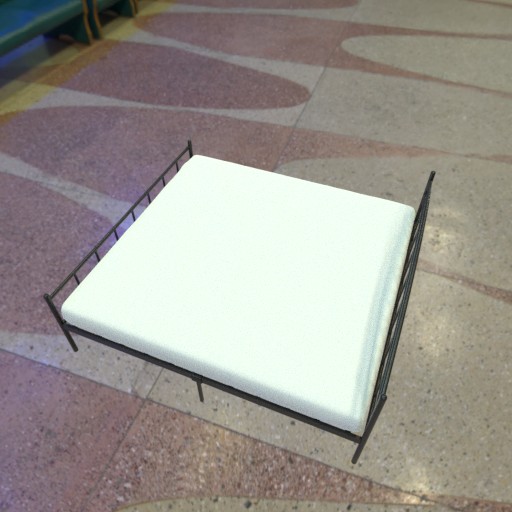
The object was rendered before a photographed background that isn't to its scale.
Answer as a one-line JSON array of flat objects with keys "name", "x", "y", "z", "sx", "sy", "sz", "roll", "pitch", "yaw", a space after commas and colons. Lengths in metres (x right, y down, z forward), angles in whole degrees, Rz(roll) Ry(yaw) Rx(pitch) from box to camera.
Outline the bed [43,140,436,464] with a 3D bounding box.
[{"name": "bed", "x": 0.000, "y": 0.000, "z": 3.136, "sx": 2.040, "sy": 0.940, "sz": 1.880, "roll": 17, "pitch": 49, "yaw": 15}]
